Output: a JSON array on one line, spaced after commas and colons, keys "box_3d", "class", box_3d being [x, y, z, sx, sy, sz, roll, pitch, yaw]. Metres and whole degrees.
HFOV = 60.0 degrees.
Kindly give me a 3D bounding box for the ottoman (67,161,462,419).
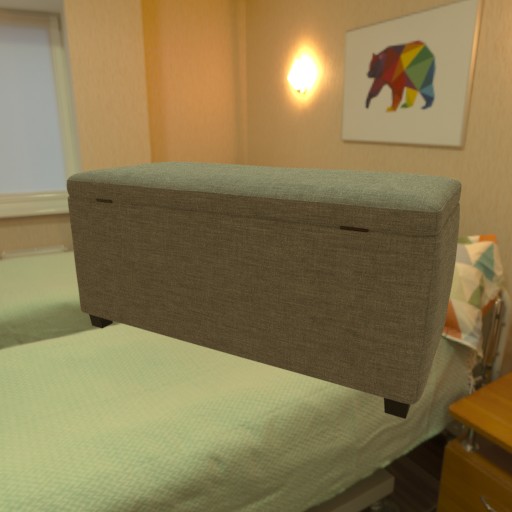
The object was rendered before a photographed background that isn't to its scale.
[{"box_3d": [0.000, 0.000, 1.122, 0.902, 0.432, 0.419, 9, 19, 27], "class": "ottoman"}]
